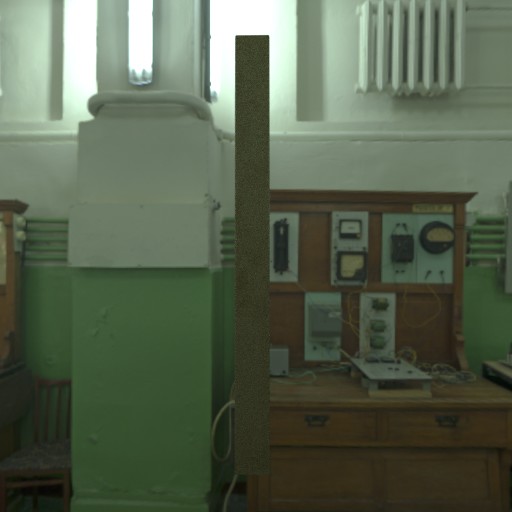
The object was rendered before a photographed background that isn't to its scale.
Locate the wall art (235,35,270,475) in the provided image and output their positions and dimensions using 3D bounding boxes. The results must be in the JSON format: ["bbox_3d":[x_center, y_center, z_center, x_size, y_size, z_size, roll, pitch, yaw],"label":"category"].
[{"bbox_3d":[0.000,0.000,0.760,0.040,0.506,0.503,0,-1,1],"label":"wall art"}]
